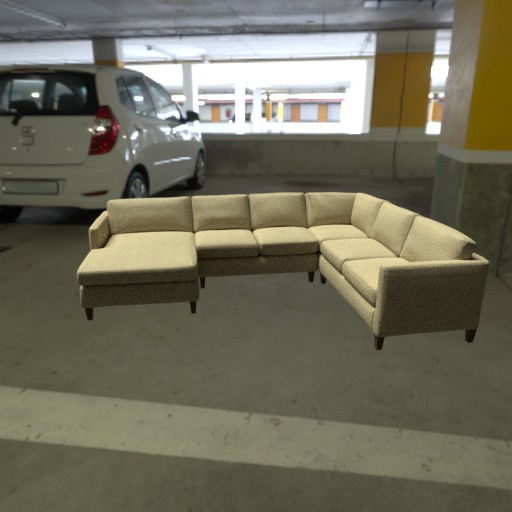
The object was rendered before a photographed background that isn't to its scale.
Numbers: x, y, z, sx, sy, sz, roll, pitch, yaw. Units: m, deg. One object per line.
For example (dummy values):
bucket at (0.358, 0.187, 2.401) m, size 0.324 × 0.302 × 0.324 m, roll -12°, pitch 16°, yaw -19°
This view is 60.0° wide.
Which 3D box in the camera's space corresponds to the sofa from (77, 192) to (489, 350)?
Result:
sofa at (0.000, 0.000, 4.579) m, size 3.460 × 0.959 × 2.593 m, roll -3°, pitch 18°, yaw -8°
